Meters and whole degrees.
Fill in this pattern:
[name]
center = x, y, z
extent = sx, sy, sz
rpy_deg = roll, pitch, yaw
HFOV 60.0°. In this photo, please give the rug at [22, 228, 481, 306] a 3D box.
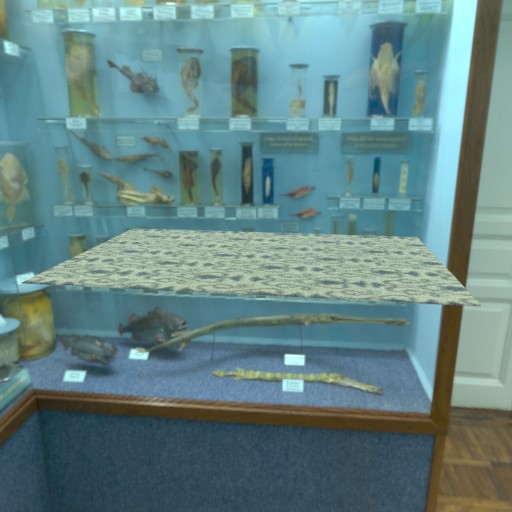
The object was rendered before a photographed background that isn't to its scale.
[rug]
center = 0.000, 0.000, 2.062
extent = 1.652, 0.006, 1.035
rpy_deg = 2, 15, 8
